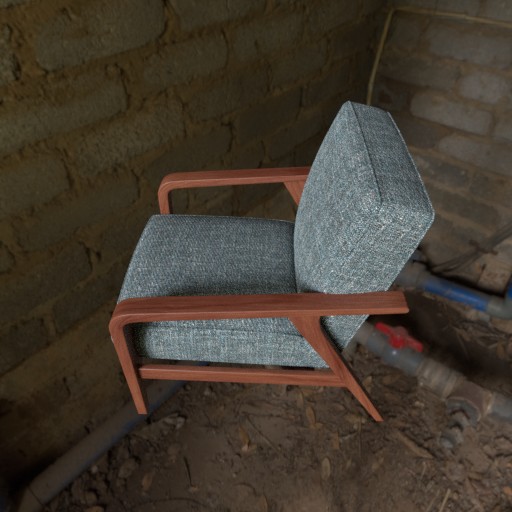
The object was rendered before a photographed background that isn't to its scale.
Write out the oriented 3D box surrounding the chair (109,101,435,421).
[{"bbox_3d":[0.000,0.000,1.484,0.889,0.864,0.719,1,41,2],"label":"chair"}]
